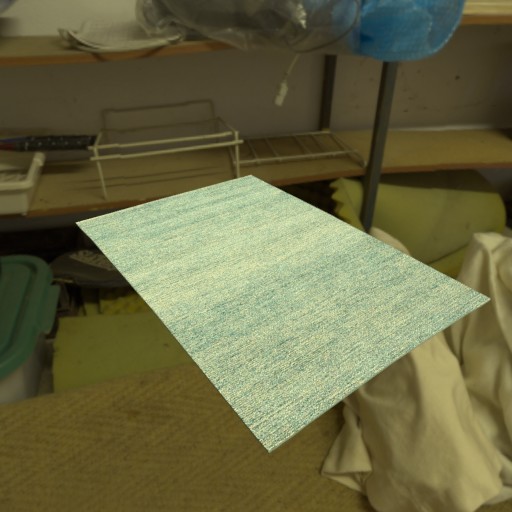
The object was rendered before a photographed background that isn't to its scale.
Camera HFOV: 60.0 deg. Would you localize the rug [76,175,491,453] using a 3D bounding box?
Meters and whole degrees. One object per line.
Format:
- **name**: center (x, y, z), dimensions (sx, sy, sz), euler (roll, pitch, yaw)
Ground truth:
- **rug**: center (0.000, 0.000, 5.048), dimensions (2.802, 0.052, 4.078), euler (-21, 38, -30)
